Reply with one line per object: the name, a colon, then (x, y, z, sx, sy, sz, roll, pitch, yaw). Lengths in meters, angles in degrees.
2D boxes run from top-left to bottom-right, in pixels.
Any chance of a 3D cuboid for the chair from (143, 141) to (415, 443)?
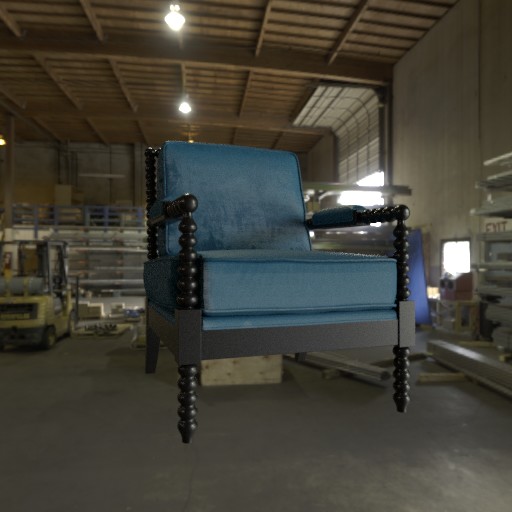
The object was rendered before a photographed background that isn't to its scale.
chair: (0.000, 0.000, 1.454, 0.688, 0.857, 0.805, 0, -1, -20)
